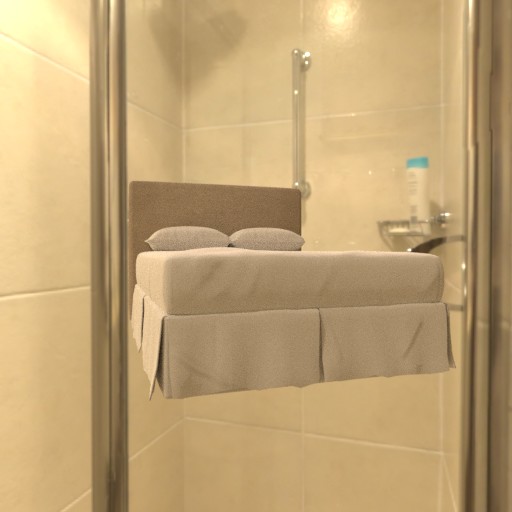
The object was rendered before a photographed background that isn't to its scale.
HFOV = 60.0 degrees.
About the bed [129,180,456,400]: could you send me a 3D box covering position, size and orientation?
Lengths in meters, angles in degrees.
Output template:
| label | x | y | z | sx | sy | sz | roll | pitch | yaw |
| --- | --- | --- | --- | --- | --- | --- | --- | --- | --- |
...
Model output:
| label | x | y | z | sx | sy | sz | roll | pitch | yaw |
| --- | --- | --- | --- | --- | --- | --- | --- | --- | --- |
| bed | 0.000 | 0.000 | 3.230 | 1.713 | 1.330 | 2.162 | 0 | 1 | -19 |
